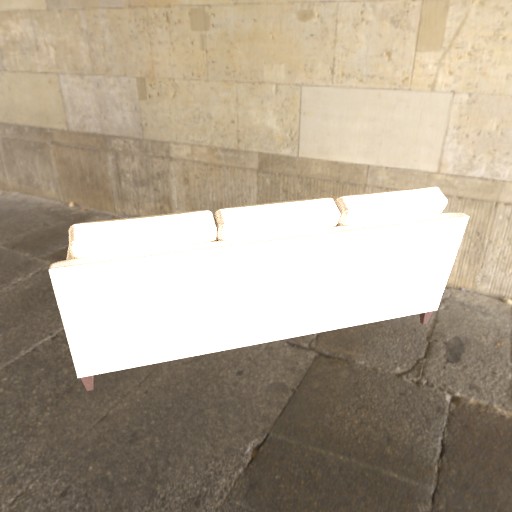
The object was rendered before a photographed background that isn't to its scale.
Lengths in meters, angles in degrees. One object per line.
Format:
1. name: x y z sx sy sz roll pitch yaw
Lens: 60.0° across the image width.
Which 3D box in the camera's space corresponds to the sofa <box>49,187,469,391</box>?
1. sofa: 0.000 0.000 2.808 2.210 0.940 1.041 -8 27 -15
